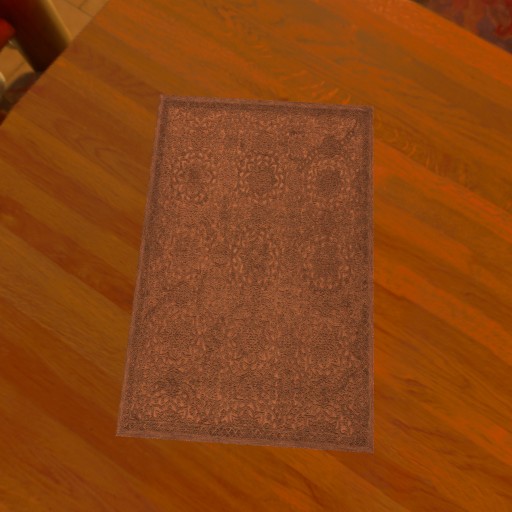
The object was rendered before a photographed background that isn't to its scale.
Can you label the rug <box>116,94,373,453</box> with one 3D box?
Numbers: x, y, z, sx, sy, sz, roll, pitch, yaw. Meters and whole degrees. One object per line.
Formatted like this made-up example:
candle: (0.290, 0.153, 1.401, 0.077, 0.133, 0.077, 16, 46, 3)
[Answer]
rug: (0.000, 0.000, 2.294, 1.208, 0.012, 1.819, 3, 76, 1)
